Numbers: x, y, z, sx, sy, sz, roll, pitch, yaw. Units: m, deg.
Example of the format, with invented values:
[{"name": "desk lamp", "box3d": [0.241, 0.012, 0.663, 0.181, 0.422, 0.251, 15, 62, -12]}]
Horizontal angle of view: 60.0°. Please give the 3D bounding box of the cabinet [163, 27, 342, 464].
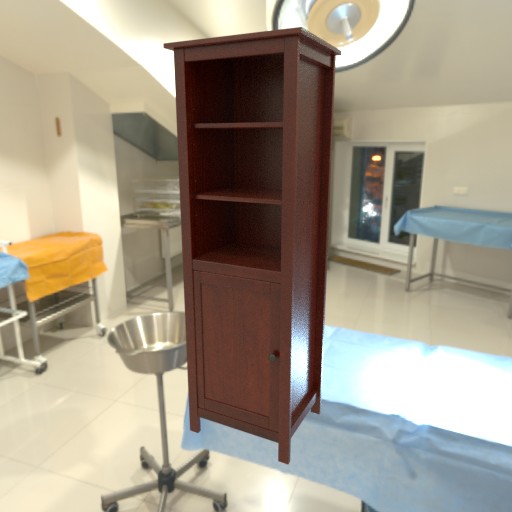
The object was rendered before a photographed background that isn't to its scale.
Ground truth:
[{"name": "cabinet", "box3d": [0.000, 0.000, 1.751, 0.500, 1.518, 0.401, 7, 16, 26]}]
